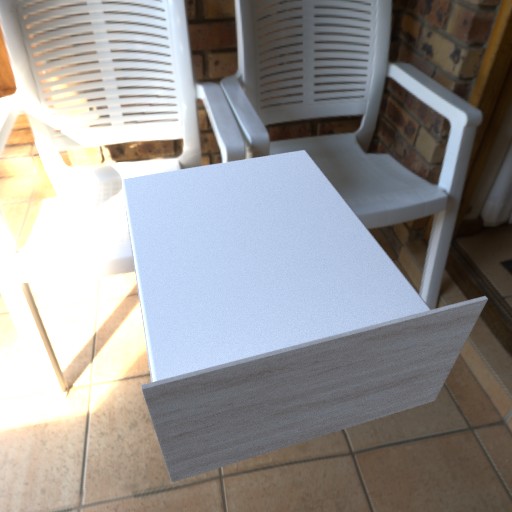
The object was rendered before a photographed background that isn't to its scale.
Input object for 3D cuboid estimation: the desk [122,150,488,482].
[{"bbox_3d":[0.000,0.000,2.599,1.400,0.800,1.900,-12,44,-13],"label":"desk"}]
